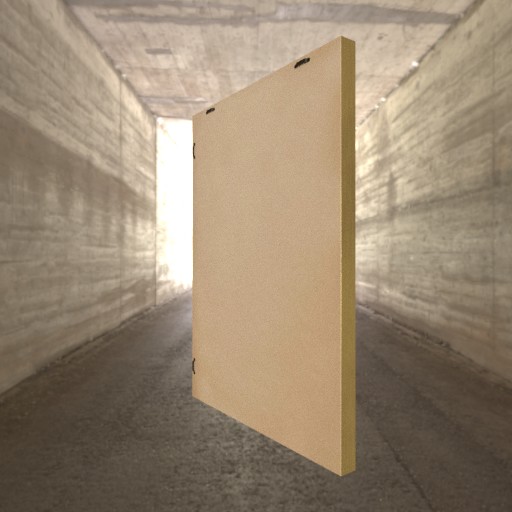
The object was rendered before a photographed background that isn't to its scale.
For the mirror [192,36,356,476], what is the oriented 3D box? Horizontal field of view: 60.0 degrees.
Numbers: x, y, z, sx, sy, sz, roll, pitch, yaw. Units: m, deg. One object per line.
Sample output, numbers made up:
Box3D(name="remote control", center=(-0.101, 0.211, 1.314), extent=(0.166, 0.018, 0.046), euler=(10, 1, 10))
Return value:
Box3D(name="mirror", center=(0.000, 0.000, 0.927), extent=(0.040, 0.710, 0.507), euler=(0, 0, -36))
